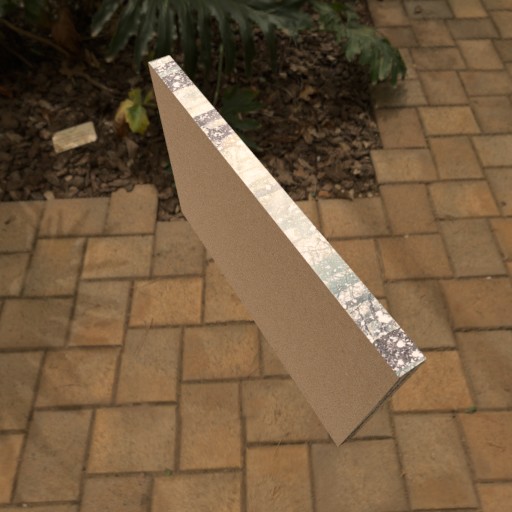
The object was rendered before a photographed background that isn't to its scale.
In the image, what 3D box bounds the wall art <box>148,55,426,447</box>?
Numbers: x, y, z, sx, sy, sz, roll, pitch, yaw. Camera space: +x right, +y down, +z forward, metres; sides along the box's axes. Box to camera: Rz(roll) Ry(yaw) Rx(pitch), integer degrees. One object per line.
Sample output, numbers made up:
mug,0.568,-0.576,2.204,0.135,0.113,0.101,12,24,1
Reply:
wall art,0.000,0.000,0.762,0.042,0.398,0.618,-27,61,-16
